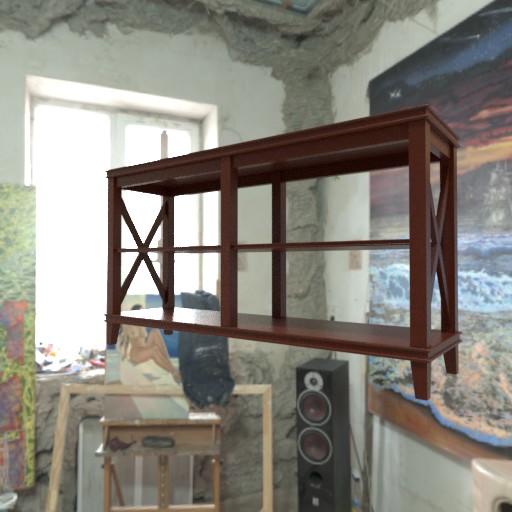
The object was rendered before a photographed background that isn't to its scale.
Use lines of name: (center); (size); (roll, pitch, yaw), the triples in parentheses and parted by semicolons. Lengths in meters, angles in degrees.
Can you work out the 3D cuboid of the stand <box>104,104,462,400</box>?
stand: (0.000, 0.000, 1.688); (1.372, 0.762, 0.381); (-1, -1, 36)
